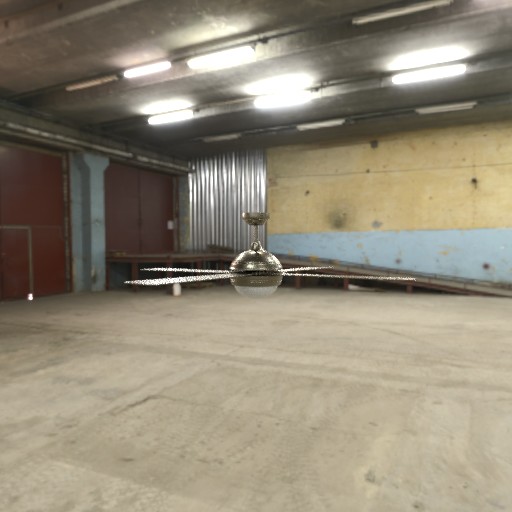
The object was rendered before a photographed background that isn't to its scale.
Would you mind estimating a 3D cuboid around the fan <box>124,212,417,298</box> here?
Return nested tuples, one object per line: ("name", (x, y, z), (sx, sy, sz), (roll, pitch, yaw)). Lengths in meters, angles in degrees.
("fan", (0.000, 0.000, 1.985), (1.321, 0.381, 1.321), (-1, 1, -35))
